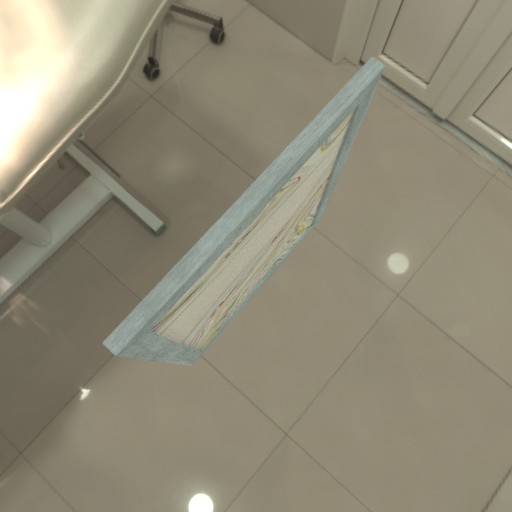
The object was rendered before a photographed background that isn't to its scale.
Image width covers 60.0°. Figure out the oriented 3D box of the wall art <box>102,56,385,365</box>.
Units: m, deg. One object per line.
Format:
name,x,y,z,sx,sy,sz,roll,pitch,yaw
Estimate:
wall art,0.000,0.000,0.802,0.022,0.582,0.479,40,79,10
